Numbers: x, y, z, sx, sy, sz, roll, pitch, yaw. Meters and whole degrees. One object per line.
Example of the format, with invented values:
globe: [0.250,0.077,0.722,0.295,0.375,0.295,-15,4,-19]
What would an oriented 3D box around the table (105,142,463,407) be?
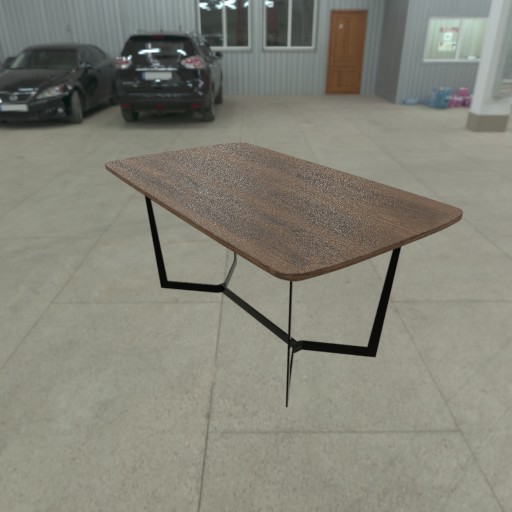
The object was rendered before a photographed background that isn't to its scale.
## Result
table: [0.000,0.000,2.253,0.949,0.765,1.643,-18,31,-32]
